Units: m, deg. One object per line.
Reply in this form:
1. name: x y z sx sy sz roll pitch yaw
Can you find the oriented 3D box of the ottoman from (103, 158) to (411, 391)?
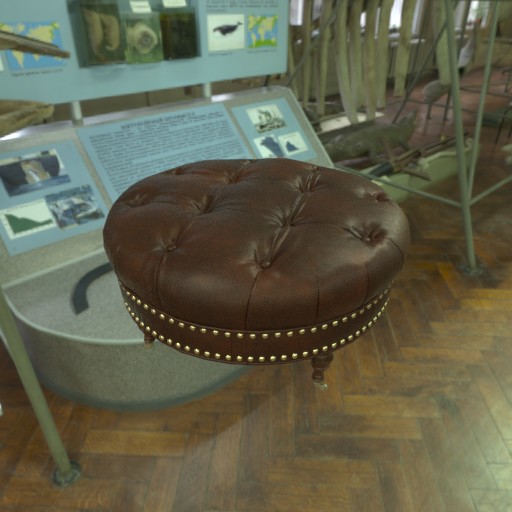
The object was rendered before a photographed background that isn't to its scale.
1. ottoman: 0.000 0.000 1.415 0.901 0.455 0.901 0 31 0
